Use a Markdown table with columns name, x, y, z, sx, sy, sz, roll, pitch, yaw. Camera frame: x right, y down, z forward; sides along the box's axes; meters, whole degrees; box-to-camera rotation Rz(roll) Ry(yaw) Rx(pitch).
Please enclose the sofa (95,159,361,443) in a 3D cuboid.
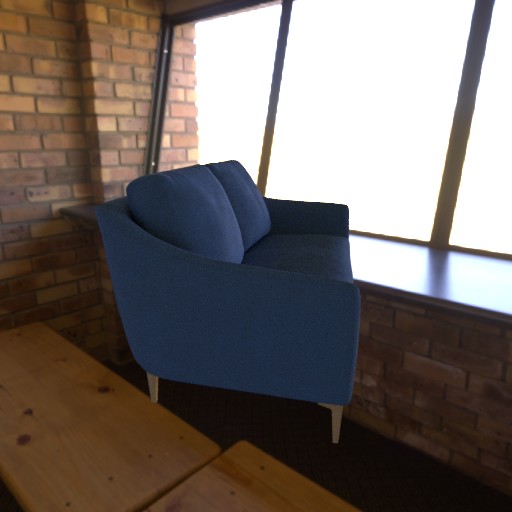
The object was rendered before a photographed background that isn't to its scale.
| name | x | y | z | sx | sy | sz | roll | pitch | yaw |
| --- | --- | --- | --- | --- | --- | --- | --- | --- | --- |
| sofa | 0.000 | 0.000 | 2.214 | 0.960 | 0.902 | 1.619 | 3 | 15 | 10 |
